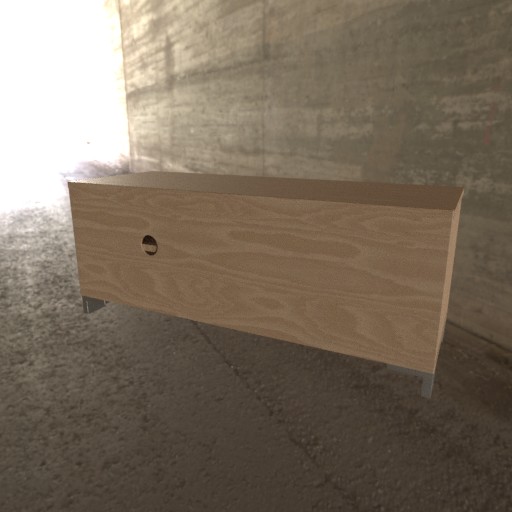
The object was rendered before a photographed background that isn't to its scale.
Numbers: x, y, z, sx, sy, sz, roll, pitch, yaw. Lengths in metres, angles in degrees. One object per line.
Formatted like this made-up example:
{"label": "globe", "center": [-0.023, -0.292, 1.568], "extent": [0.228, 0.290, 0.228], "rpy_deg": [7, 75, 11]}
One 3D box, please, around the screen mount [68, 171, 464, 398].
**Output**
{"label": "screen mount", "center": [0.000, 0.000, 1.342], "extent": [1.084, 0.432, 0.406], "rpy_deg": [8, 18, 26]}
